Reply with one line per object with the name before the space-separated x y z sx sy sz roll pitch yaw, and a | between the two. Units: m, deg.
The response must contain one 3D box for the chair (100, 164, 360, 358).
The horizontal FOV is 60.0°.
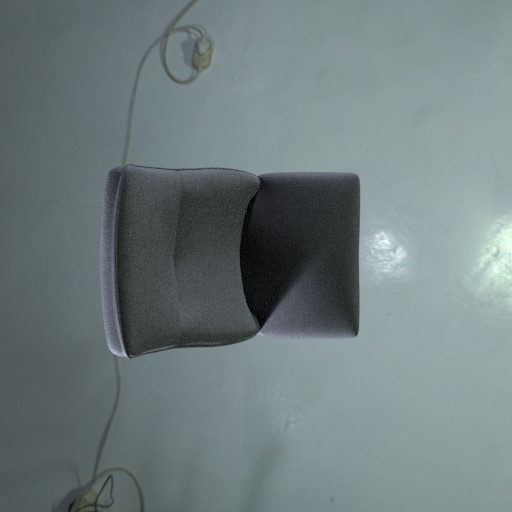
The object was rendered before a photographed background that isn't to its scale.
chair | 0.000 0.000 1.302 0.620 0.930 0.500 0 91 -1
